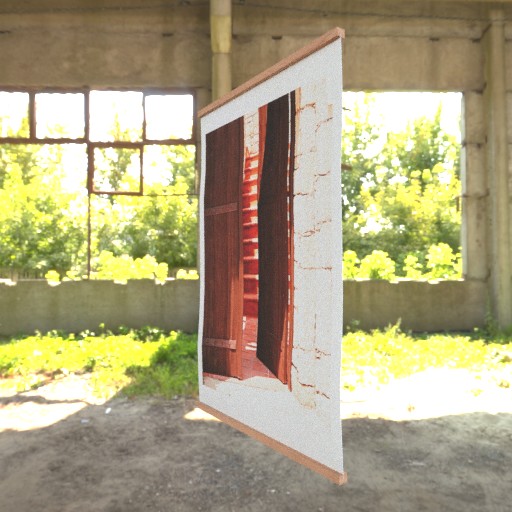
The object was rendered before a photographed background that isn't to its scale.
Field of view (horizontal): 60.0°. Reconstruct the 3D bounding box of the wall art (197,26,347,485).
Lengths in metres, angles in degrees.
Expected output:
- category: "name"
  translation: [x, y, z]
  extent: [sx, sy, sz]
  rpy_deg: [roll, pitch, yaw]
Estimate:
- category: "wall art"
  translation: [0.000, 0.000, 0.630]
  extent: [0.012, 0.508, 0.332]
  rpy_deg: [1, -2, -35]
